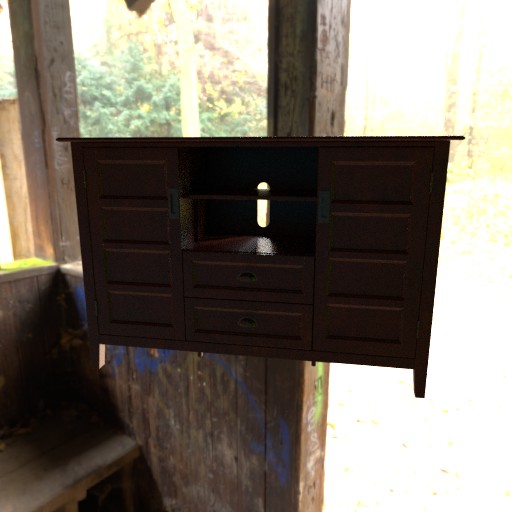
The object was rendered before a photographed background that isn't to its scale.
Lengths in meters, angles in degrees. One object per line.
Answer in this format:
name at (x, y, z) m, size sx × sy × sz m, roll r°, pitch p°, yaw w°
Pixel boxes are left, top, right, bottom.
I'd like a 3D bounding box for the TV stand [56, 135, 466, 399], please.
TV stand at (0.000, 0.000, 1.779) m, size 1.372 × 0.915 × 0.445 m, roll 2°, pitch 14°, yaw 10°
